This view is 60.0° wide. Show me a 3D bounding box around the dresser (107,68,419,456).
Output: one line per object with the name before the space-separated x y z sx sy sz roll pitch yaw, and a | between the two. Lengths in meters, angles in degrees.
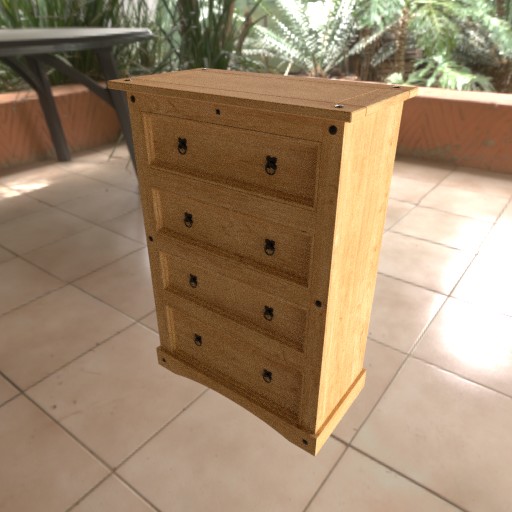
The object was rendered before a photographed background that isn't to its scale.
dresser | 0.000 0.000 1.769 0.915 1.300 0.485 19 34 31
